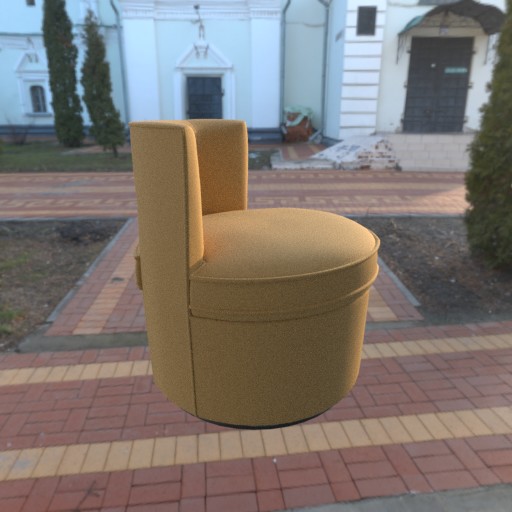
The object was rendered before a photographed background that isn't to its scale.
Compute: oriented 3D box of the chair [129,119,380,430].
[{"bbox_3d":[0.000,0.000,1.235,0.665,0.723,0.650,3,18,9],"label":"chair"}]
